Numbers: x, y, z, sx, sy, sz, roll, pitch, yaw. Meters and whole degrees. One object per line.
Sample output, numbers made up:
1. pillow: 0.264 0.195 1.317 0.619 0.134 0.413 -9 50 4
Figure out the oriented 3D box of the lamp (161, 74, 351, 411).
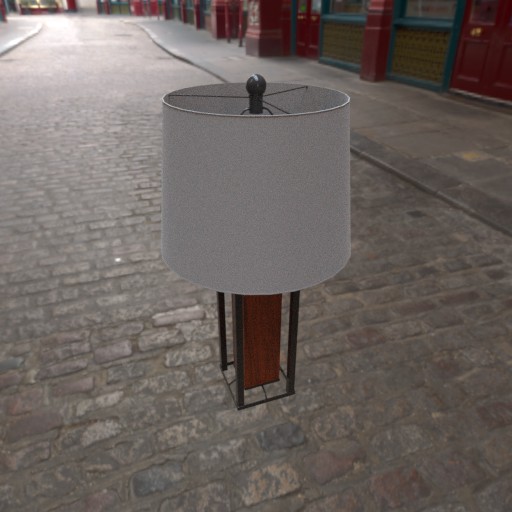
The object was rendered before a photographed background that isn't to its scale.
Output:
1. lamp: 0.000 0.000 0.772 0.320 0.591 0.320 0 29 0
